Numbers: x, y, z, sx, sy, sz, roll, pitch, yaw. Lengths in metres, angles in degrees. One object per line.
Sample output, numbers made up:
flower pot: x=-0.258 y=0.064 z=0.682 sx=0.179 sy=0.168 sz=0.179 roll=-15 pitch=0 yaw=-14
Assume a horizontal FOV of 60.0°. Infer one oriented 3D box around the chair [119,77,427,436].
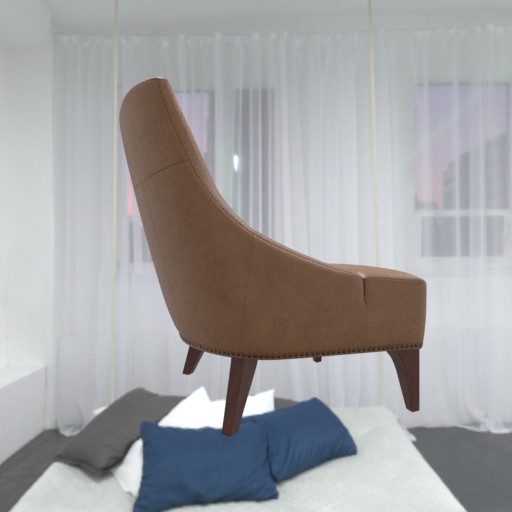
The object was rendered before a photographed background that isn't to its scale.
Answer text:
chair: x=0.000 y=0.000 z=1.466 sx=0.861 sy=0.909 sz=0.701 roll=0 pitch=0 yaw=-19
